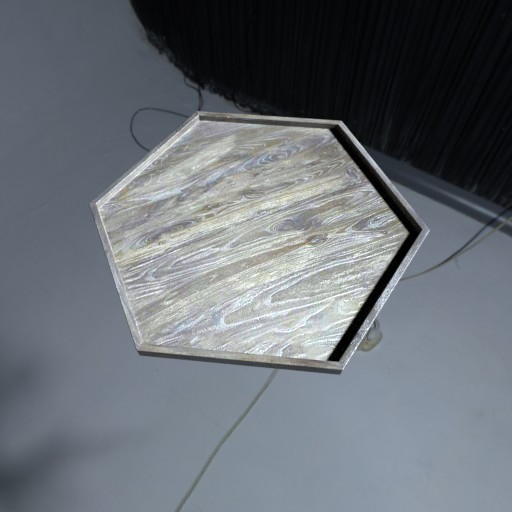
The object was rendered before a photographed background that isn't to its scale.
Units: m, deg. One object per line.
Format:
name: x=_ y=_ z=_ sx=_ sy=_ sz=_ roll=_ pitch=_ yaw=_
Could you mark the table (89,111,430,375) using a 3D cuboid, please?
table: x=0.000 y=0.000 z=1.649 sx=0.966 sy=0.488 sz=1.115 roll=31 pitch=63 yaw=18
